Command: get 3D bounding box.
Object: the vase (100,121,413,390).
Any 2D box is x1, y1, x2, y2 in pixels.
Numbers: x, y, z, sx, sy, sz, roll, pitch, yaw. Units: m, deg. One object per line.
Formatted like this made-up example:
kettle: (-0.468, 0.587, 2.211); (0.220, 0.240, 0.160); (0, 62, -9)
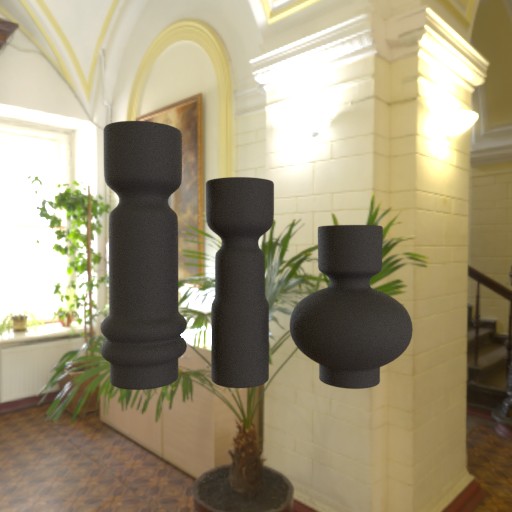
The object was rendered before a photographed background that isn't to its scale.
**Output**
vase: (0.000, 0.000, 0.442); (0.307, 0.249, 0.120); (0, 1, 0)
